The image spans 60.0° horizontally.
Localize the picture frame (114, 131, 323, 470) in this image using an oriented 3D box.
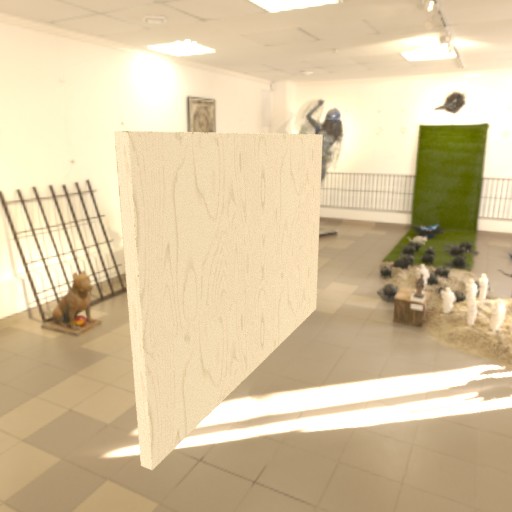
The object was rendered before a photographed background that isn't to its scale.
[{"bbox_3d":[0.000,0.000,1.201,0.029,0.640,0.950,7,17,26],"label":"picture frame"}]
